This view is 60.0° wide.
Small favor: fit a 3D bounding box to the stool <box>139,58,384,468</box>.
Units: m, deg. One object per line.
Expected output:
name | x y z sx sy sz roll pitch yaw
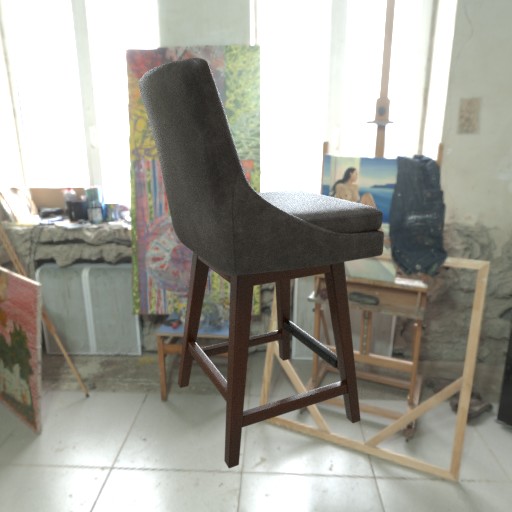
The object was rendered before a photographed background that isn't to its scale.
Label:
stool | 0.000 0.000 1.359 0.587 1.046 0.492 -8 18 -26
